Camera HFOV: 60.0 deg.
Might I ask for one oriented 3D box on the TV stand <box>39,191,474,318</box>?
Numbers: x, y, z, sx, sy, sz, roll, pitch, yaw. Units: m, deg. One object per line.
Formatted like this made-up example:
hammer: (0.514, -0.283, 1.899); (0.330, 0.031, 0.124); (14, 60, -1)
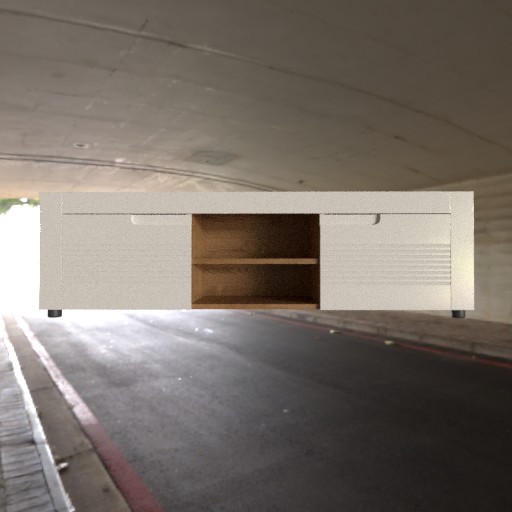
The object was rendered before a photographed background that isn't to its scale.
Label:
TV stand: (0.000, 0.000, 1.734); (1.500, 0.440, 0.410); (0, -1, 1)
